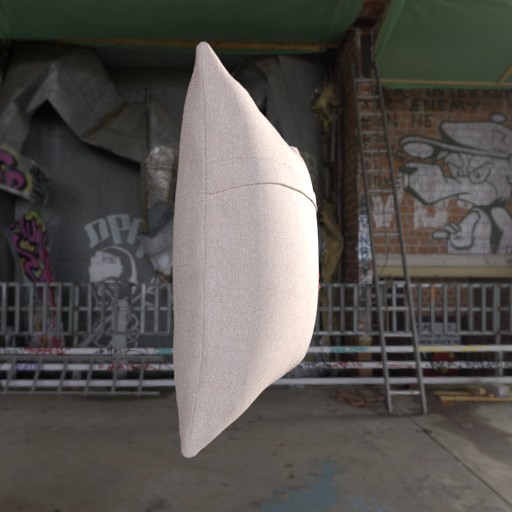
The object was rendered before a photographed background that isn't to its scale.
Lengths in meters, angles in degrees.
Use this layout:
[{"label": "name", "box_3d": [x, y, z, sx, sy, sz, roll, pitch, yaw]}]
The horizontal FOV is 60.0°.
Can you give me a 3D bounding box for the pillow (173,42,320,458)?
[{"label": "pillow", "box_3d": [0.000, 0.000, 0.663, 0.173, 0.436, 0.433, -1, -2, 18]}]
